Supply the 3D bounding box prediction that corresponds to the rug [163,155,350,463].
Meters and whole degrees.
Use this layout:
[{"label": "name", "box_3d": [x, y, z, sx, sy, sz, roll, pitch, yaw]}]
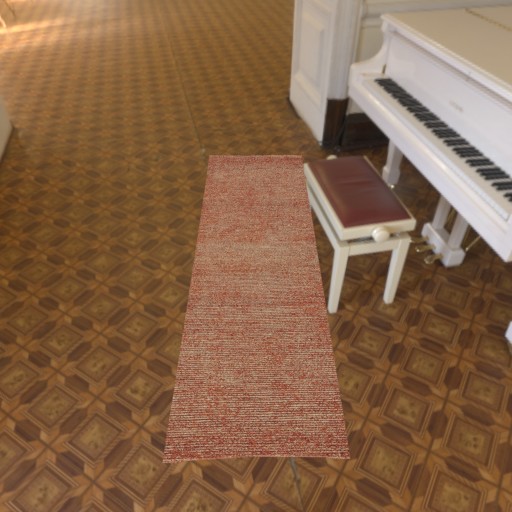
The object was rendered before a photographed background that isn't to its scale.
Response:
[{"label": "rug", "box_3d": [0.000, 0.000, 2.560, 0.718, 0.013, 2.353, 0, 42, 0]}]
